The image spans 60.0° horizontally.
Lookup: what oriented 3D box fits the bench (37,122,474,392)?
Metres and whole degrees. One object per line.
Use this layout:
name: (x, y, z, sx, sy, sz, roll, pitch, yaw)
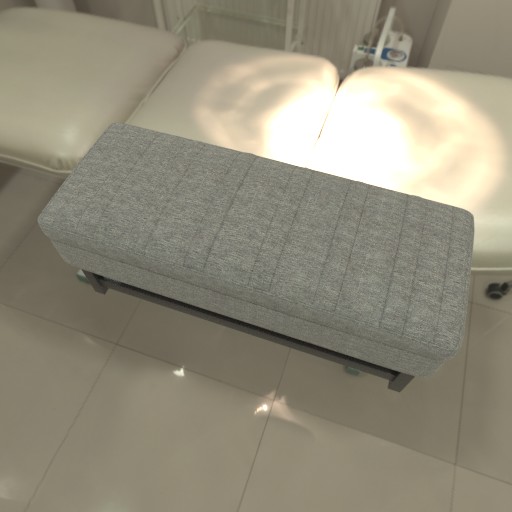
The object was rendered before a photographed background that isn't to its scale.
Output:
bench: (0.000, 0.000, 1.318, 1.100, 0.470, 0.429, 16, 59, 10)
